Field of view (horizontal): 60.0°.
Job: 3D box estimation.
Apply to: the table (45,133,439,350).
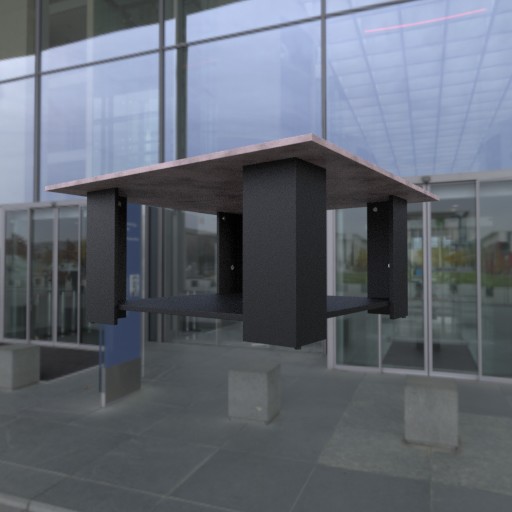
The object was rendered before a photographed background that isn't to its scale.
[{"bbox_3d":[0.000,0.000,1.053,0.670,0.305,0.670,-1,-2,36],"label":"table"}]
